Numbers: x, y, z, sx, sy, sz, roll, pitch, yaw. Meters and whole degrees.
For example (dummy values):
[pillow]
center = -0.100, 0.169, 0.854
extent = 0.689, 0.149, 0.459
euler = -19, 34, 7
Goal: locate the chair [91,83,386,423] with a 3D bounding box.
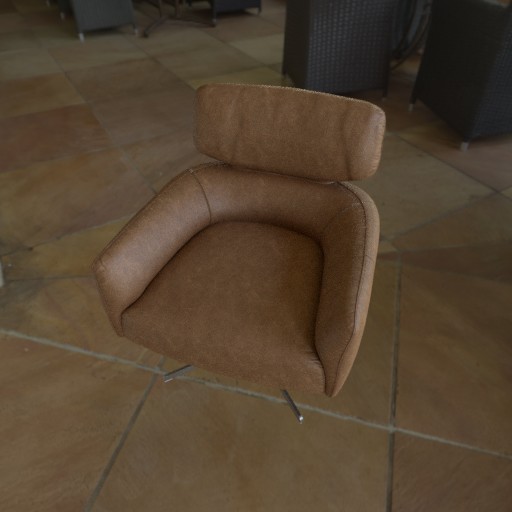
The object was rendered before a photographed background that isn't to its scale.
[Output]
[chair]
center = 0.000, 0.000, 1.358
extent = 0.706, 0.812, 0.715
euler = 12, 43, 14
